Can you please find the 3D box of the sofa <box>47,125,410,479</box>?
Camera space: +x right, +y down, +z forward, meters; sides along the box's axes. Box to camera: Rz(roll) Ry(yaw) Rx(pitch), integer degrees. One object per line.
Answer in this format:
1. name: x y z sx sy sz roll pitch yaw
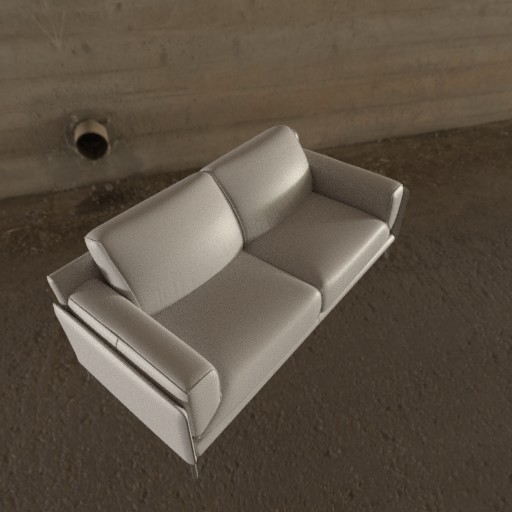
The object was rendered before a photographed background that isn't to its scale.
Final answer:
1. sofa: 0.000 0.000 2.612 1.049 0.930 2.101 28 48 28
